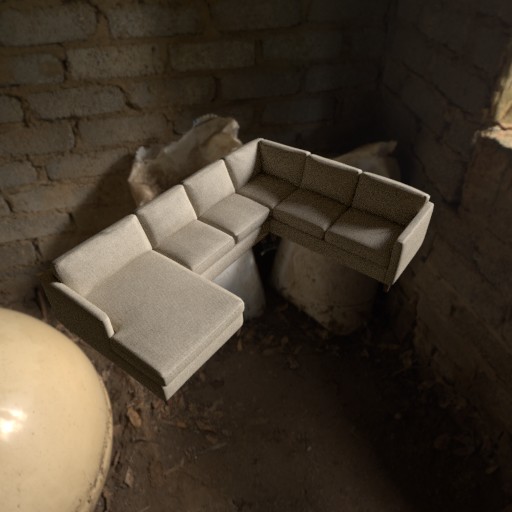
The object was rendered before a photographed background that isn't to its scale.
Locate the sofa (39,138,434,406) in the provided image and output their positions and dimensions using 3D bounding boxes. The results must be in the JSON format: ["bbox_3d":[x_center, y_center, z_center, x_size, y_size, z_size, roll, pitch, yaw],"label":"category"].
[{"bbox_3d":[0.000,0.000,4.764,2.593,0.959,3.460,26,47,27],"label":"sofa"}]
